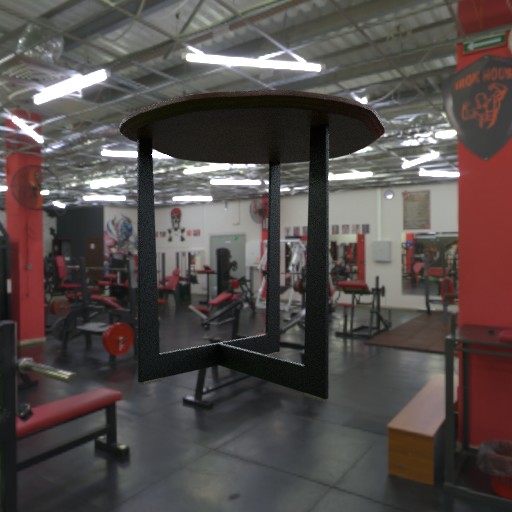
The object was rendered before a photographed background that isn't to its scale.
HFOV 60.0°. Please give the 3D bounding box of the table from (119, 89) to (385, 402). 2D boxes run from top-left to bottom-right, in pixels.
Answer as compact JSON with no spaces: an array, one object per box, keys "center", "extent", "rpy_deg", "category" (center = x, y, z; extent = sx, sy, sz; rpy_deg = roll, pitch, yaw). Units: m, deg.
[{"center":[0.000,0.000,0.867],"extent":[0.494,0.476,0.477],"rpy_deg":[1,1,37],"category":"table"}]
